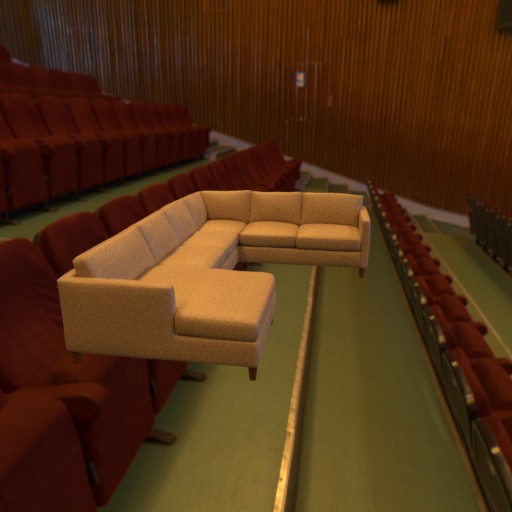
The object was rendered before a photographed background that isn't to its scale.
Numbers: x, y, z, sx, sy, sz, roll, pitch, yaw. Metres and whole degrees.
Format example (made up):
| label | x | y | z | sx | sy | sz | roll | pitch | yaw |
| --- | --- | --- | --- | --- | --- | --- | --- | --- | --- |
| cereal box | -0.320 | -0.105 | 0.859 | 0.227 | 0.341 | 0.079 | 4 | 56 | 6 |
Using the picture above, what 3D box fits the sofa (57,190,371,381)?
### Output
| label | x | y | z | sx | sy | sz | roll | pitch | yaw |
| --- | --- | --- | --- | --- | --- | --- | --- | --- | --- |
| sofa | 0.000 | 0.000 | 4.879 | 2.594 | 0.961 | 3.460 | 3 | 18 | 9 |
